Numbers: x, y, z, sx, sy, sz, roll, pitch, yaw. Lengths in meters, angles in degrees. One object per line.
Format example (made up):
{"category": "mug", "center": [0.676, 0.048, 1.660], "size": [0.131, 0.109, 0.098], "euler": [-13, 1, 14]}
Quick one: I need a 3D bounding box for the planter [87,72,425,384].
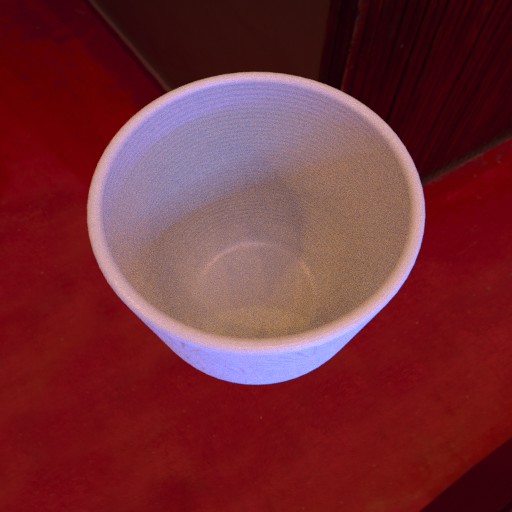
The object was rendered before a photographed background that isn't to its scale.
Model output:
{"category": "planter", "center": [0.000, 0.000, 0.291], "size": [0.170, 0.152, 0.170], "euler": [0, 63, 0]}
